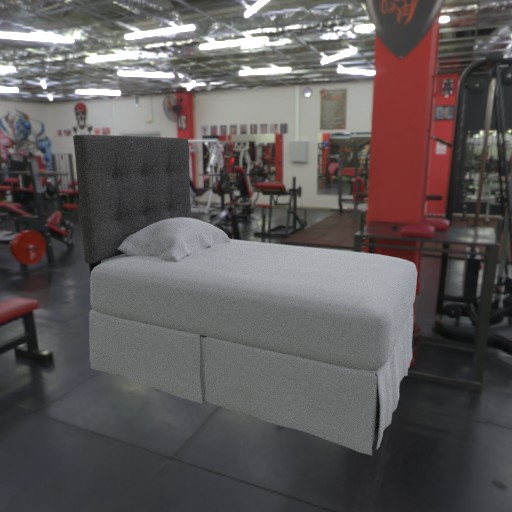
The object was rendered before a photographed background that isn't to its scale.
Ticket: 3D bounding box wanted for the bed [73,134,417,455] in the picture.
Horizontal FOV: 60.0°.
[{"bbox_3d":[0.000,0.000,2.969,1.997,1.571,1.261,7,15,26],"label":"bed"}]
